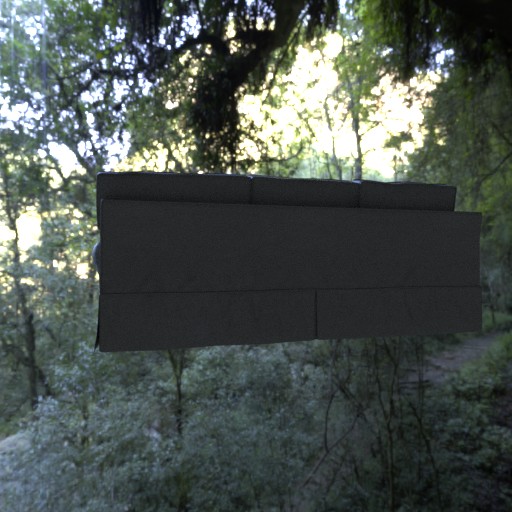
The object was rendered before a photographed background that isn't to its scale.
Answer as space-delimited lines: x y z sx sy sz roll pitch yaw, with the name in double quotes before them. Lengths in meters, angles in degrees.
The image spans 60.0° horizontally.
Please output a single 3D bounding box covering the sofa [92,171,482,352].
"sofa" 0.000 0.000 4.023 2.623 1.081 2.618 0 0 -16
